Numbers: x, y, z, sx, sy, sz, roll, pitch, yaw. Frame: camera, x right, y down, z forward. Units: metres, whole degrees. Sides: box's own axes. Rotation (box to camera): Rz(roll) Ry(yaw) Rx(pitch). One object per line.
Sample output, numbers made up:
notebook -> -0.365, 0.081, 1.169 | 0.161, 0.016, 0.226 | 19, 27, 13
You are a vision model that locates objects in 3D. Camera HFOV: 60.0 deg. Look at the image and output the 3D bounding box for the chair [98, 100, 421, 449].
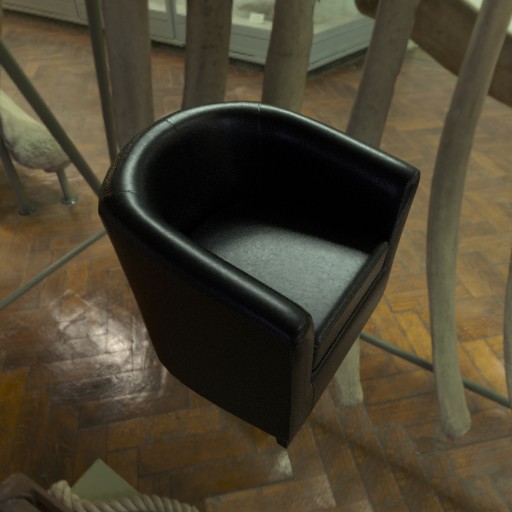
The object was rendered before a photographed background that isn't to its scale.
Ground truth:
chair -> 0.000, 0.000, 1.425 | 0.727, 0.756, 0.793 | 24, 48, 24
